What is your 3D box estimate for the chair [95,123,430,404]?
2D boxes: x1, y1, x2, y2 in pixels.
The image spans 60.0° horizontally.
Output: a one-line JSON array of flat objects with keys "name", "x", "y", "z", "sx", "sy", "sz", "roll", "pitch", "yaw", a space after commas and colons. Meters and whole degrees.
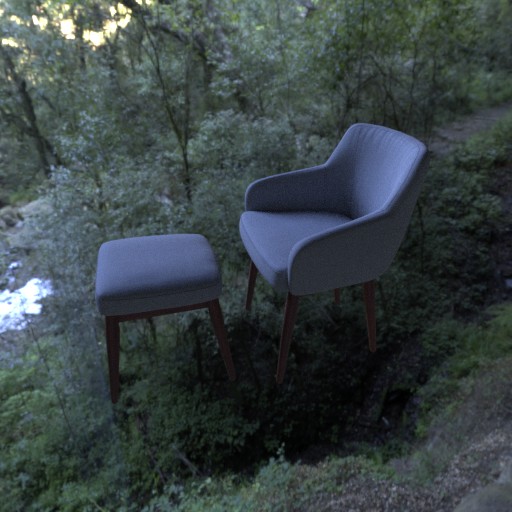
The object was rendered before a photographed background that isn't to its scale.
[{"name": "chair", "x": 0.000, "y": 0.000, "z": 1.584, "sx": 1.107, "sy": 0.799, "sz": 0.584, "roll": -7, "pitch": 30, "yaw": -13}]
